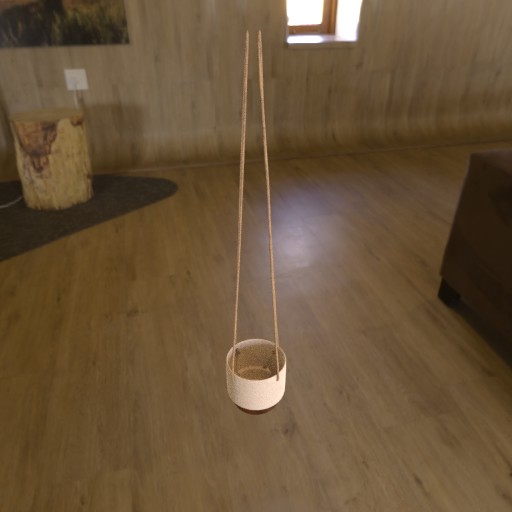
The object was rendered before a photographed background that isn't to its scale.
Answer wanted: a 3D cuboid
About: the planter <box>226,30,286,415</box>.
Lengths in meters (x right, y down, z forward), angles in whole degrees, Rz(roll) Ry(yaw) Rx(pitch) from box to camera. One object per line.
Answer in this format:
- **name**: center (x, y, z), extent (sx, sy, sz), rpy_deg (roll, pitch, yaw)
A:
- **planter**: center (0.000, 0.000, 0.924), extent (0.146, 0.841, 0.146), rpy_deg (1, 31, 1)
